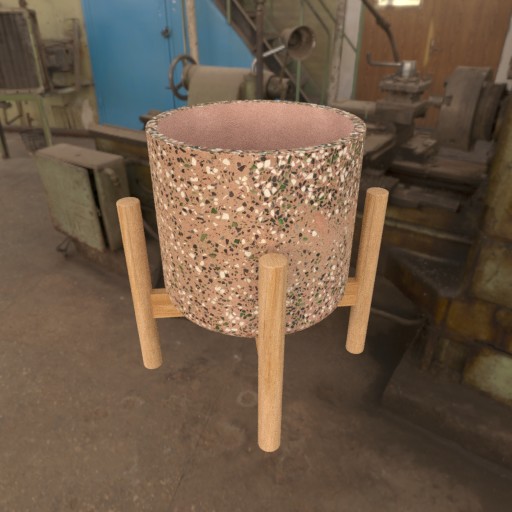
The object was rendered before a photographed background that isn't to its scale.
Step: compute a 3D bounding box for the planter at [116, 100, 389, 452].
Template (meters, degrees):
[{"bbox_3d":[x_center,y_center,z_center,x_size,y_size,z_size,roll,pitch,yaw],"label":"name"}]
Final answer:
[{"bbox_3d":[0.000,0.000,0.536,0.284,0.320,0.284,9,31,14],"label":"planter"}]
